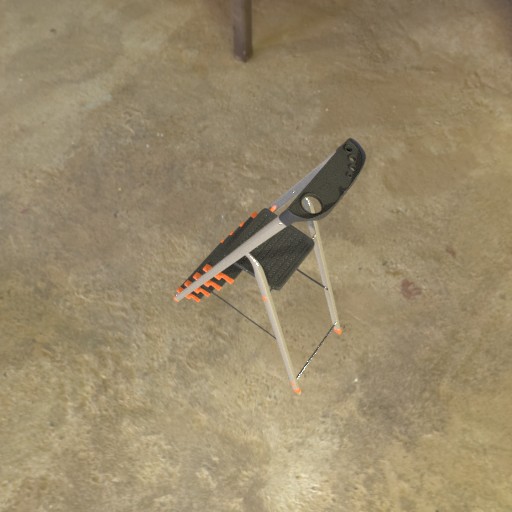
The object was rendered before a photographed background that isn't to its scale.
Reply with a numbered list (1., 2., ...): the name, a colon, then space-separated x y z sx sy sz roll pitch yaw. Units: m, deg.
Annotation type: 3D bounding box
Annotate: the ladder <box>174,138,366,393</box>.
1. ladder: 0.000 0.000 2.106 0.995 1.646 0.480 34 68 16
